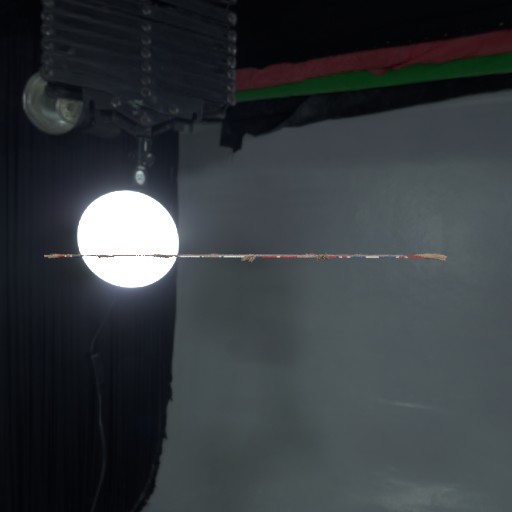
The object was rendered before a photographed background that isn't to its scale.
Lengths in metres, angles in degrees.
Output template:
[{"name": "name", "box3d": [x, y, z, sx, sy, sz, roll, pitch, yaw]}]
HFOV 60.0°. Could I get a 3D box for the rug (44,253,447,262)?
[{"name": "rug", "box3d": [0.000, 0.000, 2.667, 2.025, 0.040, 1.469, 0, 1, 18]}]
